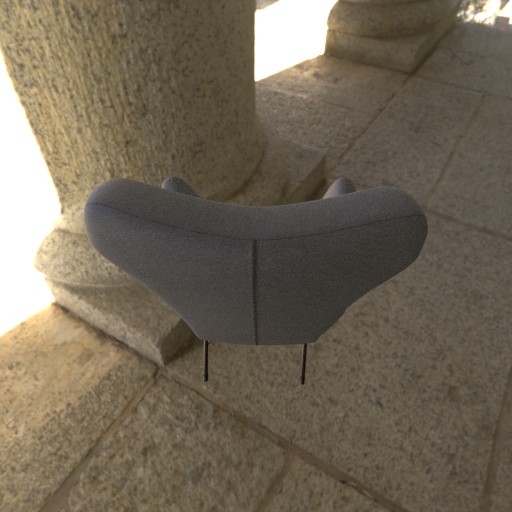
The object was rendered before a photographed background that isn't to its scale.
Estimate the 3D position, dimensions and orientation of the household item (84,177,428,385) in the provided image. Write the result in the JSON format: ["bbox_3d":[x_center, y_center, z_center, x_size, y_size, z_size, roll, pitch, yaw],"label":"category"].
[{"bbox_3d":[0.000,0.000,1.793,0.980,1.050,0.900,1,46,1],"label":"household item"}]
